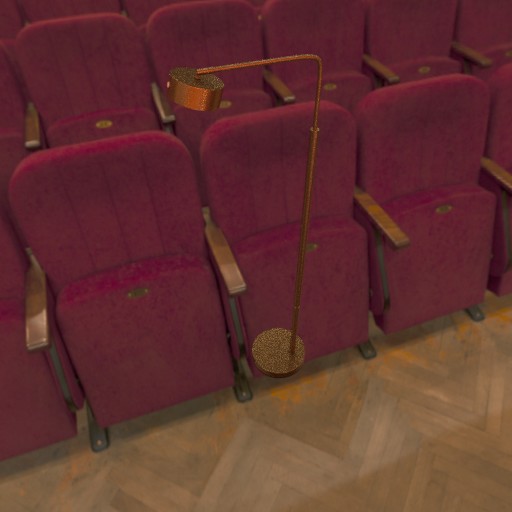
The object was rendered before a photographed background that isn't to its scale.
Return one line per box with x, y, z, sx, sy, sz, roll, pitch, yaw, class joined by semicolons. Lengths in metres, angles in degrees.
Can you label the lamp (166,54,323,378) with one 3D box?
0.000;0.000;1.401;0.418;1.230;0.219;-14;46;-14;lamp
